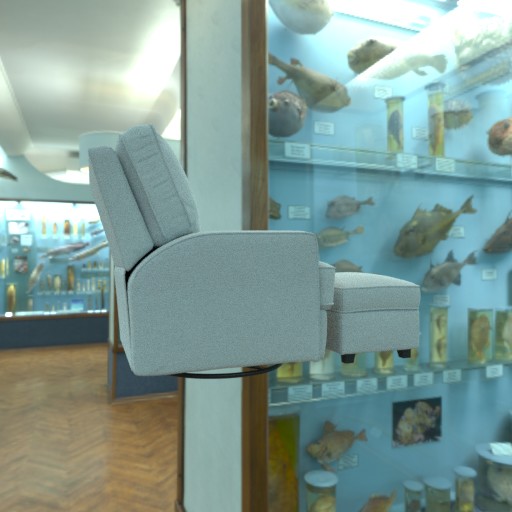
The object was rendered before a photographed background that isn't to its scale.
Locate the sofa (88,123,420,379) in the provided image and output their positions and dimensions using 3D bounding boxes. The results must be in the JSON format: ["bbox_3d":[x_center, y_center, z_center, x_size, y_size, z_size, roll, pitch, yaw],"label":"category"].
[{"bbox_3d":[0.000,0.000,2.081,1.472,0.959,0.861,0,-1,-20],"label":"sofa"}]
